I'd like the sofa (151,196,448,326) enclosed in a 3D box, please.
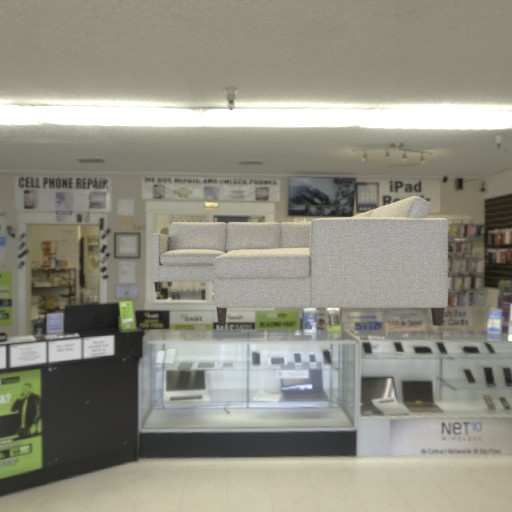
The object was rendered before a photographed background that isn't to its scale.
[{"bbox_3d":[0.000,0.000,4.575,2.551,0.889,3.403,0,1,-1],"label":"sofa"}]
